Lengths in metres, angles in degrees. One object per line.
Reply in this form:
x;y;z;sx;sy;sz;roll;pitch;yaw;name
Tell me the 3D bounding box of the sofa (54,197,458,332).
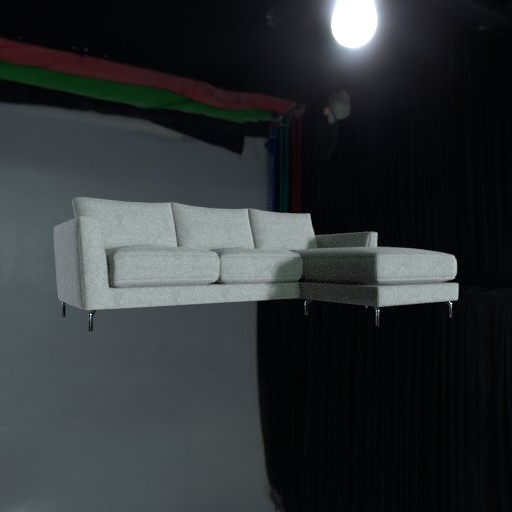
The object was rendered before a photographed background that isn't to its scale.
0.000;0.000;3.140;2.438;0.864;1.626;0;-1;-34;sofa
